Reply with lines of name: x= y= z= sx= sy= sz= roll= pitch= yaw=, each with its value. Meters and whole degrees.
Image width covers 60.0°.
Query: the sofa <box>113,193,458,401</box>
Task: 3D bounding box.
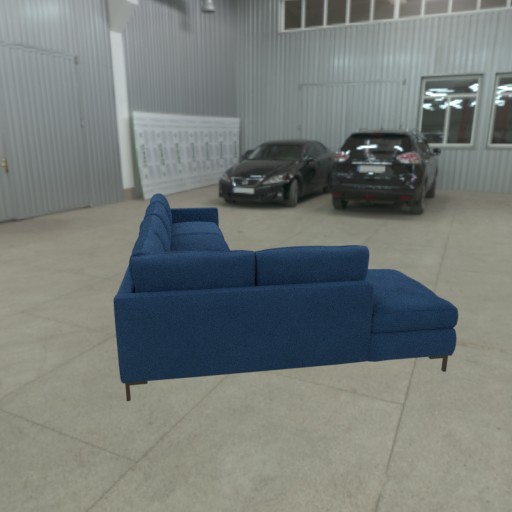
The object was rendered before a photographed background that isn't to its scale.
sofa: x=0.000 y=0.000 z=3.876 sx=2.007 sy=0.815 sz=2.949 roll=-3 pitch=16 yaw=-9
